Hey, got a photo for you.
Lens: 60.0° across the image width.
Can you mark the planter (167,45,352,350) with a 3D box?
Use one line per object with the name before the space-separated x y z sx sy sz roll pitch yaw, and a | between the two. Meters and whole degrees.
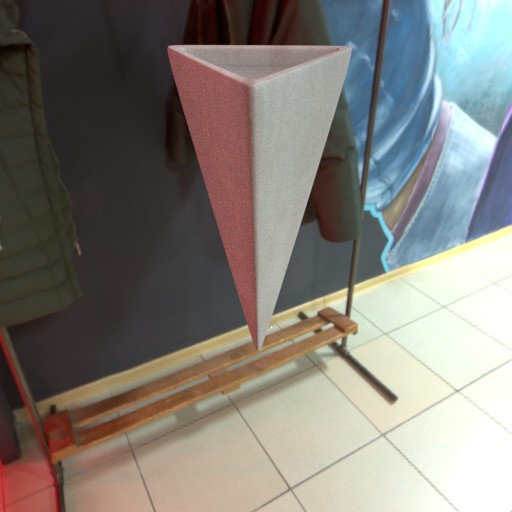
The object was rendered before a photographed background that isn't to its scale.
planter | 0.000 0.000 0.155 0.058 0.130 0.047 1 31 2
